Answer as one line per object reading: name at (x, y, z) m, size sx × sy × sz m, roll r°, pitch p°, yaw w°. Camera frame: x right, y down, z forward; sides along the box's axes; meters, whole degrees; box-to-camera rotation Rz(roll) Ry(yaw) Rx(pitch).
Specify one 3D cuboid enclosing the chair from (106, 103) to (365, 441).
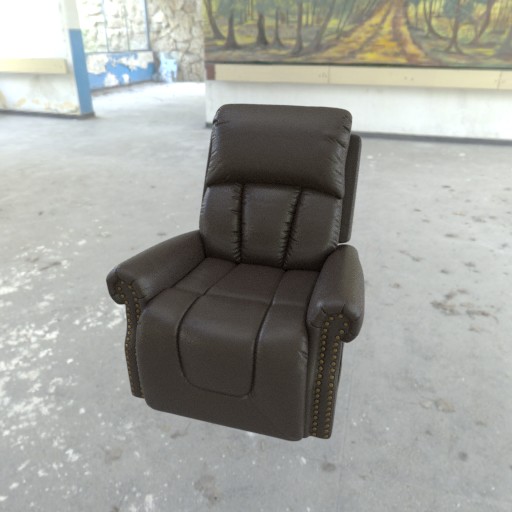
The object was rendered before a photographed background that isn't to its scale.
chair at (0.000, 0.000, 1.739) m, size 0.869 × 1.028 × 0.978 m, roll 7°, pitch 27°, yaw 14°
